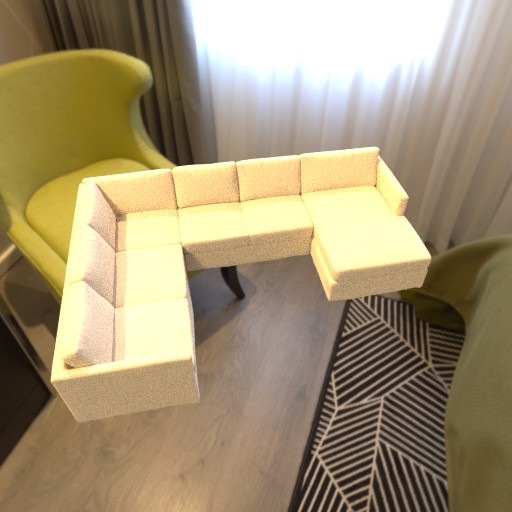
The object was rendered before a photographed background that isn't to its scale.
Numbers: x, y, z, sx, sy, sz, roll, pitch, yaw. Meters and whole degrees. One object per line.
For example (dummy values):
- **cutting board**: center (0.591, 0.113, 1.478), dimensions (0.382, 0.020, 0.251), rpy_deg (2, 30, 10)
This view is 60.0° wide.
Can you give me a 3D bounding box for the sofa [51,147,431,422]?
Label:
- **sofa**: center (0.000, 0.000, 4.393), dimensions (3.460, 0.882, 2.427), rpy_deg (-8, 46, -8)
